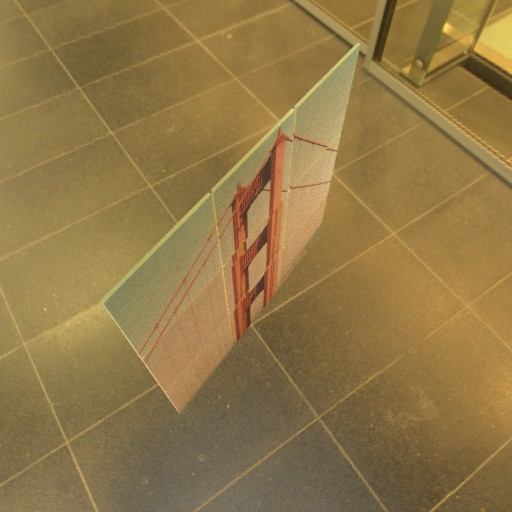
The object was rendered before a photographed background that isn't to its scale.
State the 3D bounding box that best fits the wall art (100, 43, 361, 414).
[{"bbox_3d":[0.000,0.000,1.800,0.013,1.219,1.214,32,64,18],"label":"wall art"}]
